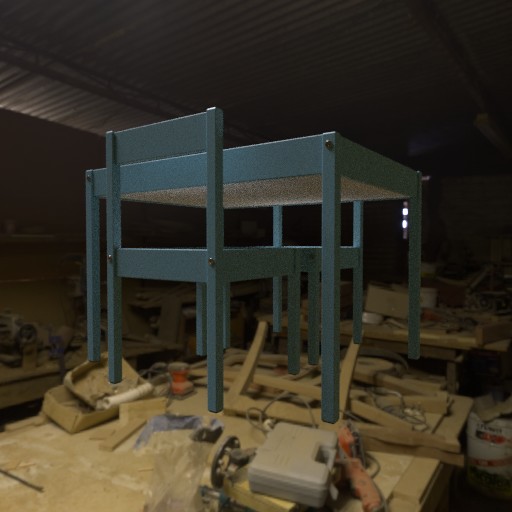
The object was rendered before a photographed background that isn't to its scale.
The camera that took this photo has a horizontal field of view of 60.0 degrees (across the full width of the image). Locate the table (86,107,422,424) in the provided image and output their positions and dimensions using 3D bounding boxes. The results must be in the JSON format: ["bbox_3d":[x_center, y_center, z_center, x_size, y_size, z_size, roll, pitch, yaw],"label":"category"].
[{"bbox_3d":[0.000,0.000,1.063,0.639,0.503,0.633,1,2,35],"label":"table"}]
